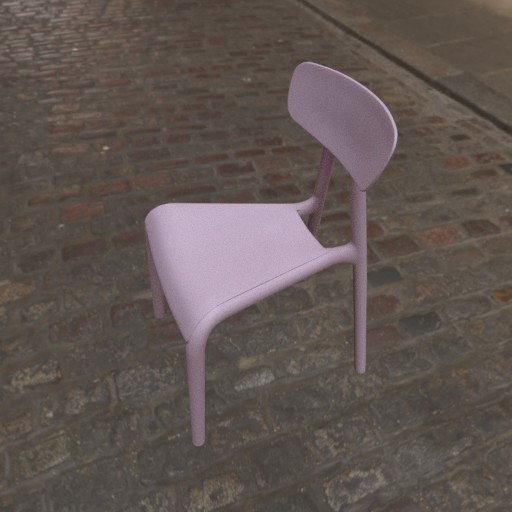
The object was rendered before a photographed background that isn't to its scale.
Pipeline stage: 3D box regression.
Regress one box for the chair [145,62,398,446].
[{"bbox_3d":[0.000,0.000,0.826,0.401,0.580,0.356,-16,47,-15],"label":"chair"}]
